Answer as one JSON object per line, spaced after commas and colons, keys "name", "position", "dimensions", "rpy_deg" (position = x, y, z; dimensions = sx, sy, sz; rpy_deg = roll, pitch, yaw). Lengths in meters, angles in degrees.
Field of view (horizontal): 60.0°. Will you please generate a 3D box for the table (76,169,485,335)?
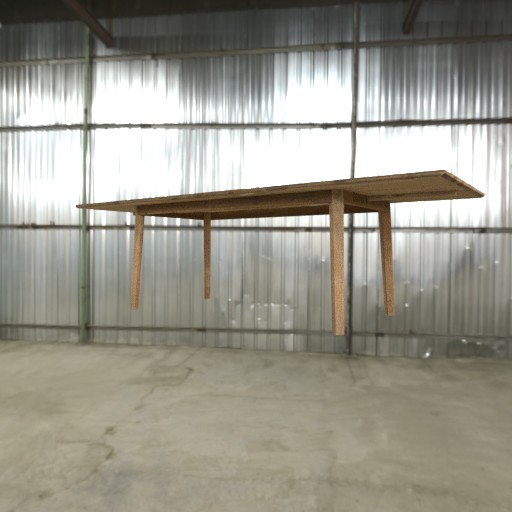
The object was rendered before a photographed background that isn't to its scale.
{"name": "table", "position": [0.000, 0.000, 2.973], "dimensions": [2.603, 0.752, 1.000], "rpy_deg": [1, 1, 36]}
